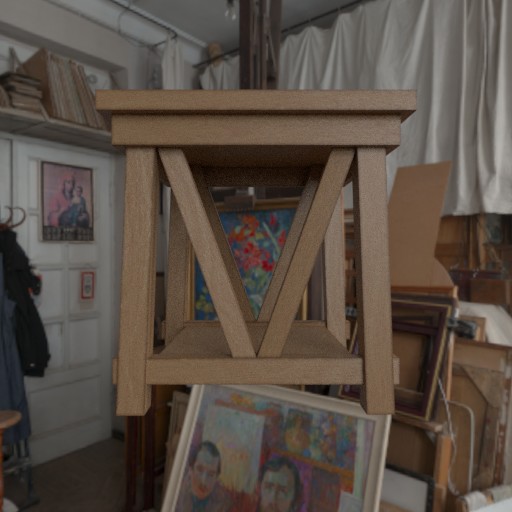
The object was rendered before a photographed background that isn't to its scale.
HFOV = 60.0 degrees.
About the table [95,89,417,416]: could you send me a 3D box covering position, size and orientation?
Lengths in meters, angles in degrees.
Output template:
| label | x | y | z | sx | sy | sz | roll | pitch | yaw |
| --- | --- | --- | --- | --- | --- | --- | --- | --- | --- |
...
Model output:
| label | x | y | z | sx | sy | sz | roll | pitch | yaw |
| --- | --- | --- | --- | --- | --- | --- | --- | --- | --- |
| table | 0.000 | 0.000 | 1.150 | 0.612 | 0.638 | 0.610 | 0 | 0 | 0 |
